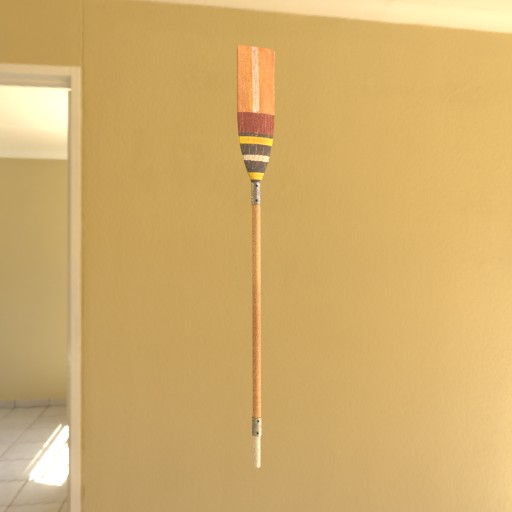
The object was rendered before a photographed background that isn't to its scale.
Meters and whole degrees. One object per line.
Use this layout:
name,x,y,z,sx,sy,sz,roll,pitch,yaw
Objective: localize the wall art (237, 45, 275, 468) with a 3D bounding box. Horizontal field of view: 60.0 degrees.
wall art,0.000,0.000,1.646,0.146,1.556,0.038,0,-1,-18
